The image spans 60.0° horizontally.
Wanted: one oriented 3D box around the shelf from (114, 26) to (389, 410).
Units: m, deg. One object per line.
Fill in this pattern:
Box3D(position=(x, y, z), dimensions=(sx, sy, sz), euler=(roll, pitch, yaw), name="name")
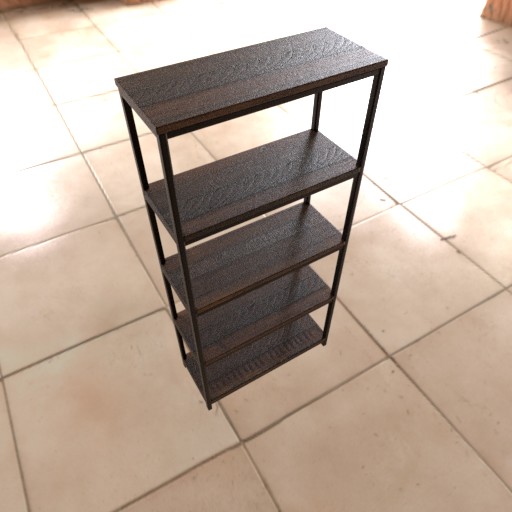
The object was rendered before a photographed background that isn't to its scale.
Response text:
Box3D(position=(0.000, 0.000, 2.184), dimensions=(0.874, 1.860, 0.359), euler=(-24, 51, -21), name="shelf")
